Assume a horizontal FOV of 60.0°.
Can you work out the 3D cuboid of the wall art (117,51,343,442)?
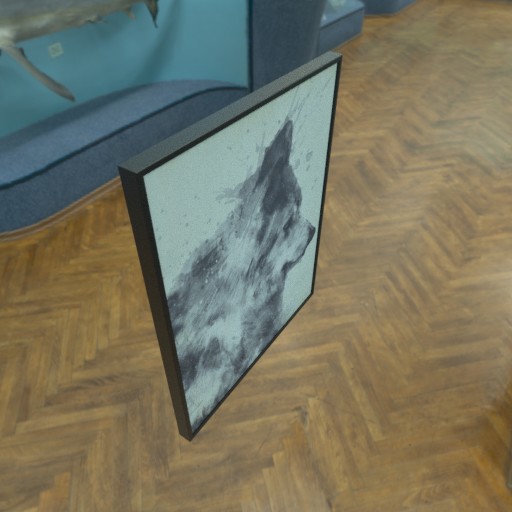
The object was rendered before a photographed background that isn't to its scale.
[{"bbox_3d":[0.000,0.000,0.759,0.028,0.551,0.451,25,47,26],"label":"wall art"}]
